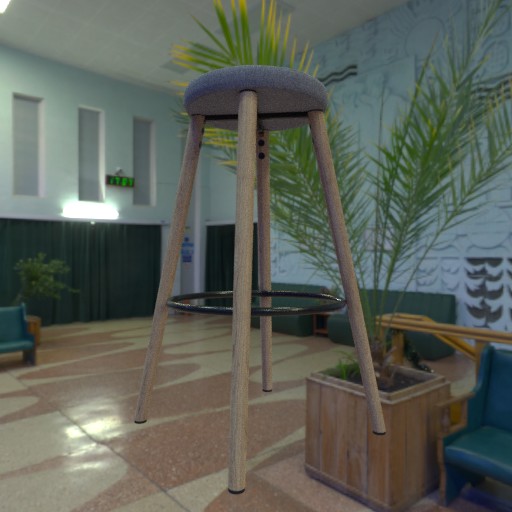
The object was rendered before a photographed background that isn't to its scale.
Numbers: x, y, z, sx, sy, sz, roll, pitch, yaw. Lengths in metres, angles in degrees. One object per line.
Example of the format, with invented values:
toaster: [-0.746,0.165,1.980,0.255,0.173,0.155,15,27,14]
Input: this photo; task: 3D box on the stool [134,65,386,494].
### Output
stool: [0.000,0.000,0.997,0.410,0.770,0.410,0,0,-38]
